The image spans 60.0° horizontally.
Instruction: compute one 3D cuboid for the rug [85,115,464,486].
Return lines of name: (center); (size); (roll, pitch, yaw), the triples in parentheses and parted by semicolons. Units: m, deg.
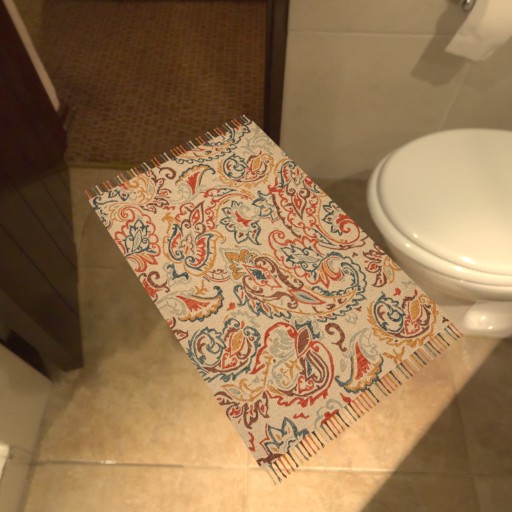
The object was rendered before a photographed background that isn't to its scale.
rug: (0.000, 0.000, 2.506); (1.218, 0.010, 1.997); (-31, 64, -17)
